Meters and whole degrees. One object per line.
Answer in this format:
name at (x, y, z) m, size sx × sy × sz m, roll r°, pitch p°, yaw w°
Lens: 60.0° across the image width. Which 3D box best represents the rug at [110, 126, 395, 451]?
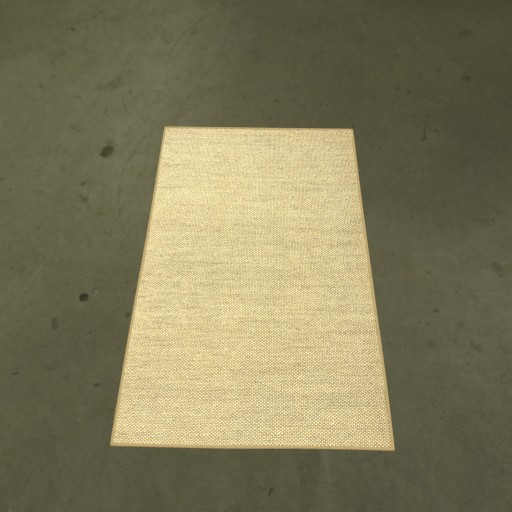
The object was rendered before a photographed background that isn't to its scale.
rug at (0.000, 0.000, 2.065) m, size 1.062 × 0.013 × 1.667 m, roll 1°, pitch 60°, yaw 1°
